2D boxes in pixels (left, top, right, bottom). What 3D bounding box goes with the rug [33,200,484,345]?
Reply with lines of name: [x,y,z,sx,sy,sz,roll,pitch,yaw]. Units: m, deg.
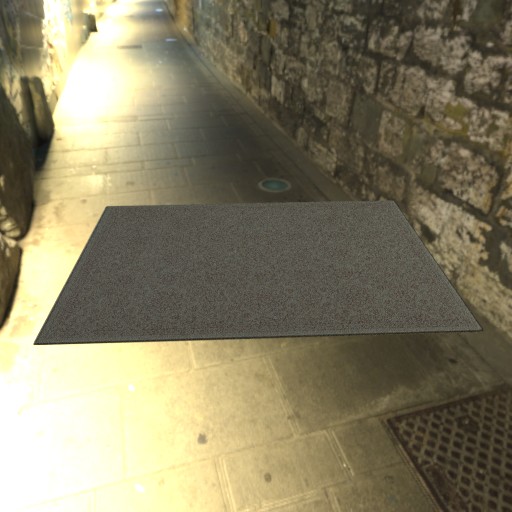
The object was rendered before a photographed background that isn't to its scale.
rug: [0.000,0.000,2.300,1.829,0.010,1.219,-1,33,-2]
